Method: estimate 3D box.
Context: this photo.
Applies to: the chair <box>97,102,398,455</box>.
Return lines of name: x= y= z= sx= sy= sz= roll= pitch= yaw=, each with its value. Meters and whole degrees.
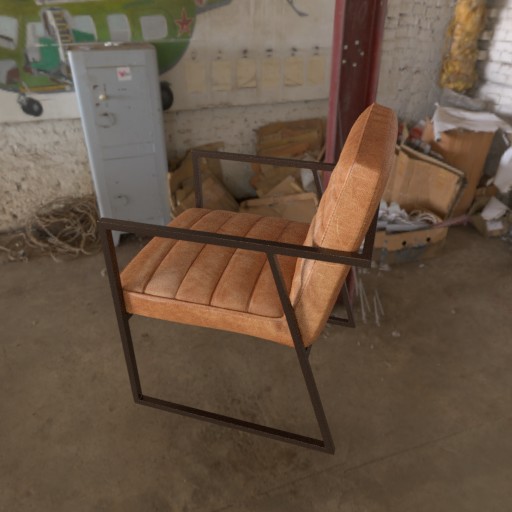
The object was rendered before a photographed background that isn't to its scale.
chair: x=0.000 y=0.000 z=1.300 sx=0.677 sy=0.832 sz=0.571 roll=9 pitch=33 yaw=15
